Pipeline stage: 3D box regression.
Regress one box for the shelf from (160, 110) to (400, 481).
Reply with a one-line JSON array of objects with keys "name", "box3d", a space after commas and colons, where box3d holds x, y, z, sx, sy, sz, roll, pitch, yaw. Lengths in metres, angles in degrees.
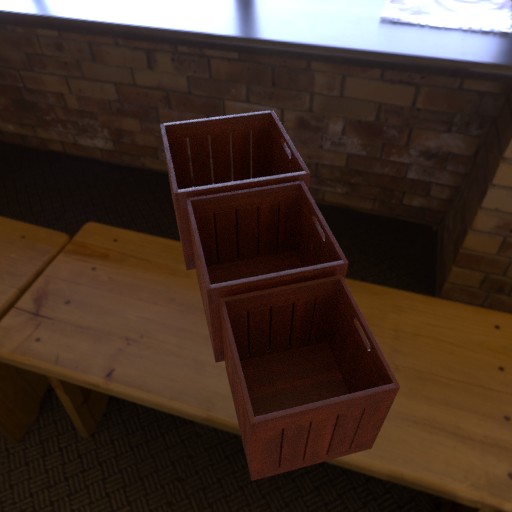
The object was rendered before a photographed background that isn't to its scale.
[{"name": "shelf", "box3d": [0.000, 0.000, 1.263, 0.393, 0.311, 1.064, -10, 46, -10]}]
